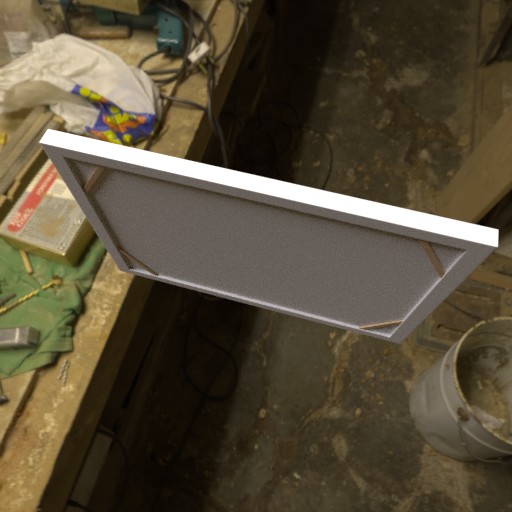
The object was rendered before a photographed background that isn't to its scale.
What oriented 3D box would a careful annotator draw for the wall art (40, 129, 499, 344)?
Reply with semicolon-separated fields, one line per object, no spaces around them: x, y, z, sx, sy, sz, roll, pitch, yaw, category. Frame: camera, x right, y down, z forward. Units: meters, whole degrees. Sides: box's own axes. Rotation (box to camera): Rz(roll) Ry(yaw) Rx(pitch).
0.000;0.000;1.132;0.914;0.609;0.038;14;63;7;wall art
